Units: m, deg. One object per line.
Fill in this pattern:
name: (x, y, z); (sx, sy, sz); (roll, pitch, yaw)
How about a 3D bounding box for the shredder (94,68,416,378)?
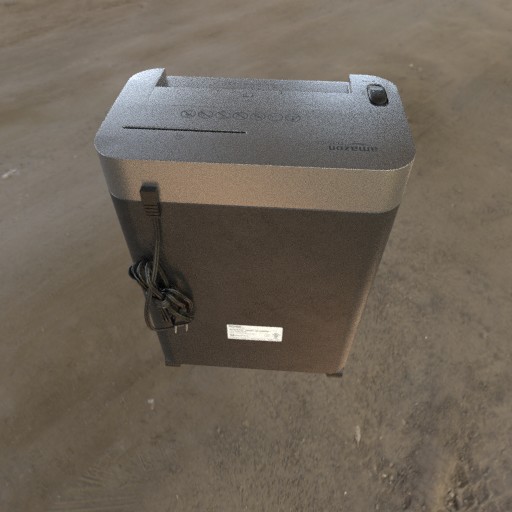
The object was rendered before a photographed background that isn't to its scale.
shredder: (0.000, 0.000, 0.608); (0.311, 0.419, 0.237); (3, 47, 3)
